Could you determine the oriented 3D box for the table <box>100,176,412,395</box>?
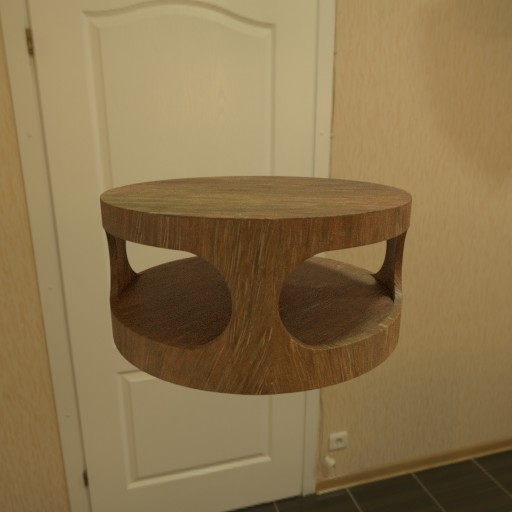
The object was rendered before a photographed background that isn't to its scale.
[{"bbox_3d":[0.000,0.000,1.519,0.974,0.450,0.974,0,16,0],"label":"table"}]
